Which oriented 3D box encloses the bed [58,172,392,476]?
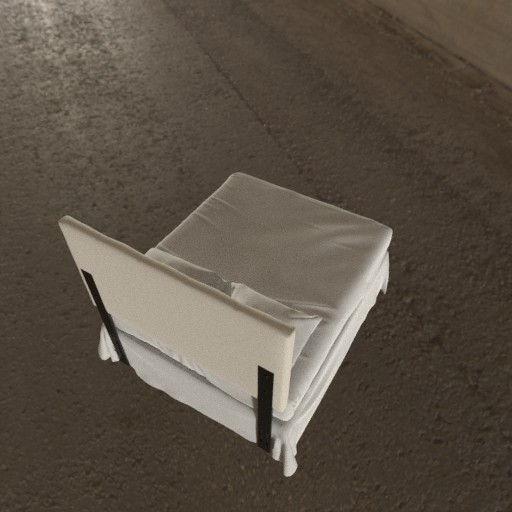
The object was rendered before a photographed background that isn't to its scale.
[{"bbox_3d":[0.000,0.000,3.586,1.936,1.577,2.222,24,51,21],"label":"bed"}]
